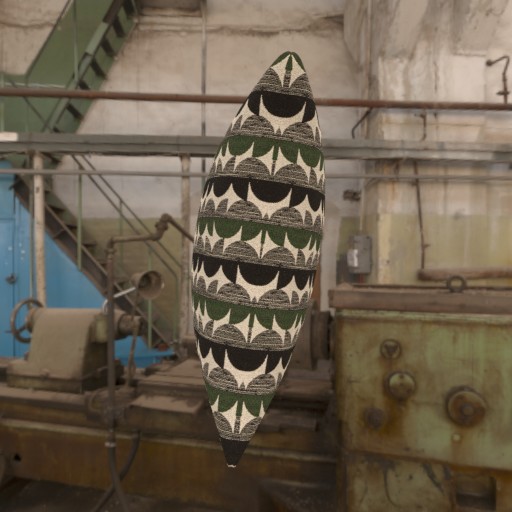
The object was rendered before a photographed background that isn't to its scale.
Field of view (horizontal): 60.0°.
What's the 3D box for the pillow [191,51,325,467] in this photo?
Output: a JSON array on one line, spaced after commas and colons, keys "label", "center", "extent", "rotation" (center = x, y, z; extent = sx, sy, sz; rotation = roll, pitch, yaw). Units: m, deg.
[{"label": "pillow", "center": [0.000, 0.000, 0.635], "extent": [0.180, 0.404, 0.419], "rotation": [0, 1, -2]}]
